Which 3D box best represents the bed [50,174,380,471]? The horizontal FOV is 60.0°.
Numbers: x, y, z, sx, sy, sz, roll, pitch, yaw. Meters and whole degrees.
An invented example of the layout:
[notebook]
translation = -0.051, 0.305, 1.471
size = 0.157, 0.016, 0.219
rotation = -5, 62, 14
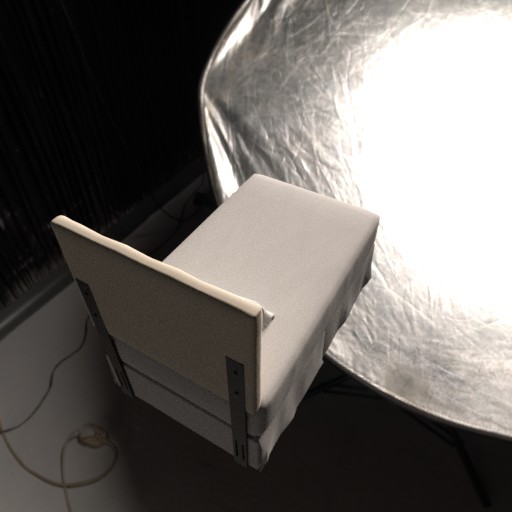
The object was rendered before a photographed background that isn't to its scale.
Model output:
[bed]
translation = 0.000, 0.000, 3.041
size = 1.261, 1.571, 1.997
rotation = 22, 49, 21
